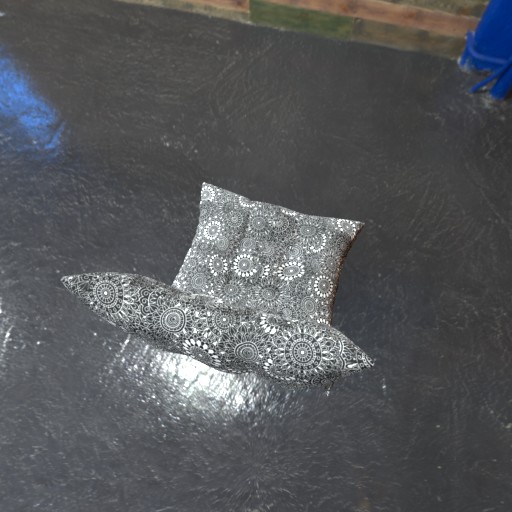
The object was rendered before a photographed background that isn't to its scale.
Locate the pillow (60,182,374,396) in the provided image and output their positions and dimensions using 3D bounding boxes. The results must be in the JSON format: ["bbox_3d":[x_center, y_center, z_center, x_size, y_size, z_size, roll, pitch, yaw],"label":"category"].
[{"bbox_3d":[0.000,0.000,1.013,0.541,0.536,0.585,14,65,7],"label":"pillow"}]
